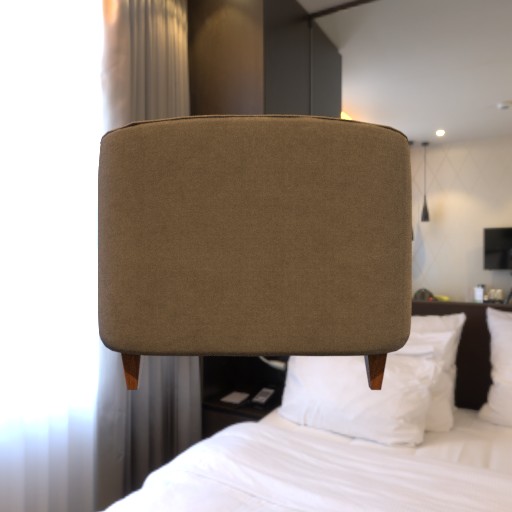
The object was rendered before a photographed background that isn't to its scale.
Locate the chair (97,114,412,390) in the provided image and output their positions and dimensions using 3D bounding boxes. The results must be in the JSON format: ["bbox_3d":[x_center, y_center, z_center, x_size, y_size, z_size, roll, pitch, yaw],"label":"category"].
[{"bbox_3d":[0.000,0.000,1.782,1.104,0.852,0.941,0,0,0],"label":"chair"}]
